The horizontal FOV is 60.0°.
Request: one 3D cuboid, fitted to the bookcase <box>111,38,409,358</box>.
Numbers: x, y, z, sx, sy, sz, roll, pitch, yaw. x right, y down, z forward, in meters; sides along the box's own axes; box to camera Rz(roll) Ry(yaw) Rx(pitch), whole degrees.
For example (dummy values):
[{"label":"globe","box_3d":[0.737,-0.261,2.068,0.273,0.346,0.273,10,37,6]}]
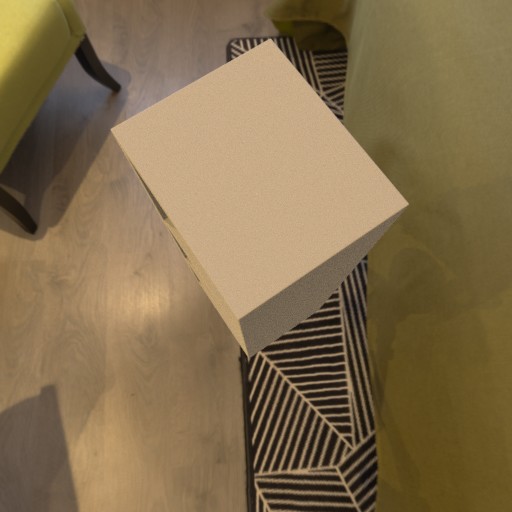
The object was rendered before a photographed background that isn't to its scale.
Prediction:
[{"label":"bookcase","box_3d":[0.000,0.000,1.248,0.330,1.080,0.390,-33,77,-9]}]
